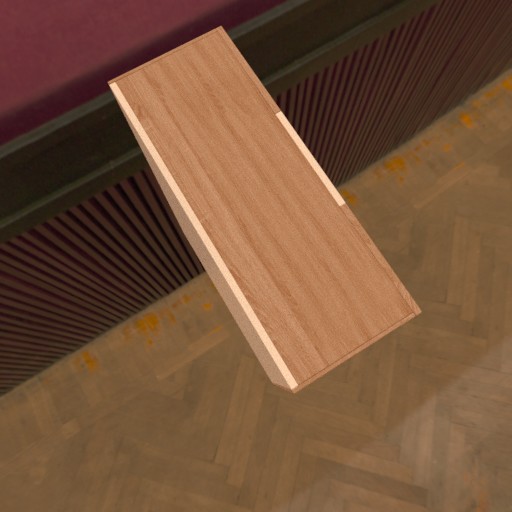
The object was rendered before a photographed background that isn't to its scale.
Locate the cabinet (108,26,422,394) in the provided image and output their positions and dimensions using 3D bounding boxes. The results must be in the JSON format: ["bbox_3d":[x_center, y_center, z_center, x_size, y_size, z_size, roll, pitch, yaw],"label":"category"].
[{"bbox_3d":[0.000,0.000,2.803,0.590,2.120,1.500,-30,77,-8],"label":"cabinet"}]
